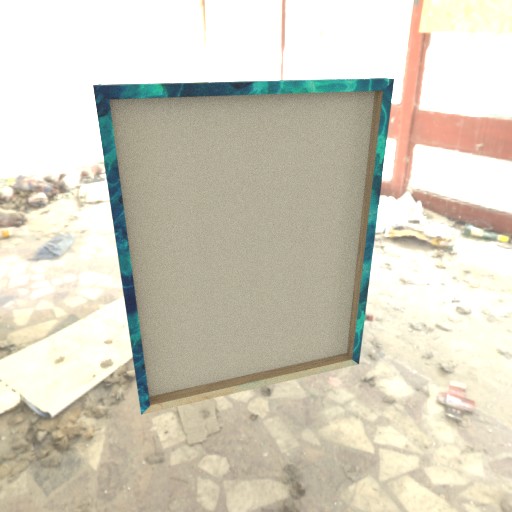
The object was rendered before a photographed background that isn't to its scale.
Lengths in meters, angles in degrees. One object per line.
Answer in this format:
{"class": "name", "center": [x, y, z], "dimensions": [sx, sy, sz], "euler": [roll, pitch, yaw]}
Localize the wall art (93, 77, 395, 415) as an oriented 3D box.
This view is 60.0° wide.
{"class": "wall art", "center": [0.000, 0.000, 1.034], "dimensions": [0.609, 0.760, 0.038], "euler": [-8, 26, -17]}
